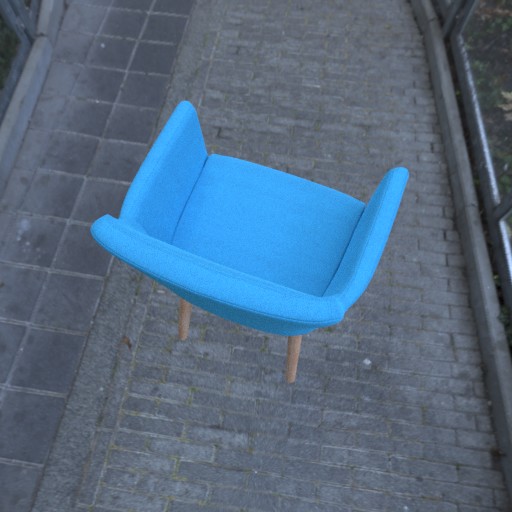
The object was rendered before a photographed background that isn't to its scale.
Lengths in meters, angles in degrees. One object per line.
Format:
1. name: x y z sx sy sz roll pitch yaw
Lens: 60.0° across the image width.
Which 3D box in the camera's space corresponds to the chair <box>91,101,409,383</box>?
1. chair: 0.000 0.000 1.161 0.570 0.780 0.540 20 66 9
